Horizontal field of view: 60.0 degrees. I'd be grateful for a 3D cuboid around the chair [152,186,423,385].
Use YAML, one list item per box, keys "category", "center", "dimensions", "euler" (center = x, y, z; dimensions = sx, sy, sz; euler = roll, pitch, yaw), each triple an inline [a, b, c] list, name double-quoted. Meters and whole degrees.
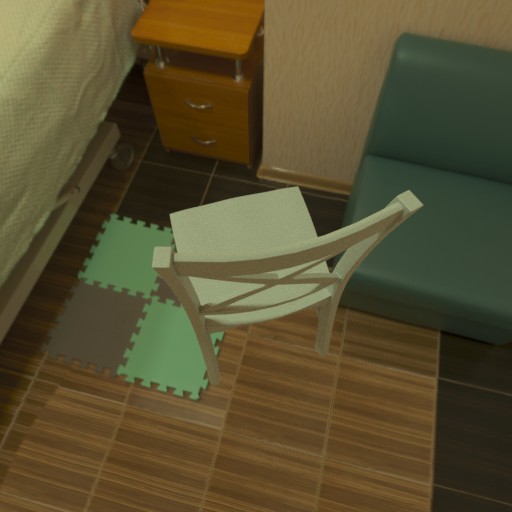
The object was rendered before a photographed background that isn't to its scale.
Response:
- category: "chair"
  center: [0.000, 0.000, 1.302]
  dimensions: [0.485, 0.983, 0.542]
  euler: [-13, 61, -7]
